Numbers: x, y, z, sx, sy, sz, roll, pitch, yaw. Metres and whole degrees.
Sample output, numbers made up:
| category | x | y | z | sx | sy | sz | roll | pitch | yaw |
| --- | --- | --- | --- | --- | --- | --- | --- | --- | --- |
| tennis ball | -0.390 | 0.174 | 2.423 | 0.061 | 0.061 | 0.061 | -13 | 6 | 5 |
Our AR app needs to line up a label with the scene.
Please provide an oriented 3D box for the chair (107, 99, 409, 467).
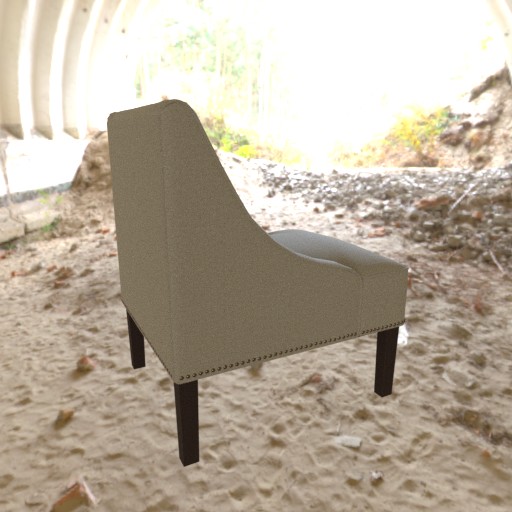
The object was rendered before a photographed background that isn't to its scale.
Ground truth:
| category | x | y | z | sx | sy | sz | roll | pitch | yaw |
| --- | --- | --- | --- | --- | --- | --- | --- | --- | --- |
| chair | 0.000 | 0.000 | 1.381 | 0.737 | 0.864 | 0.610 | -8 | 17 | -27 |
